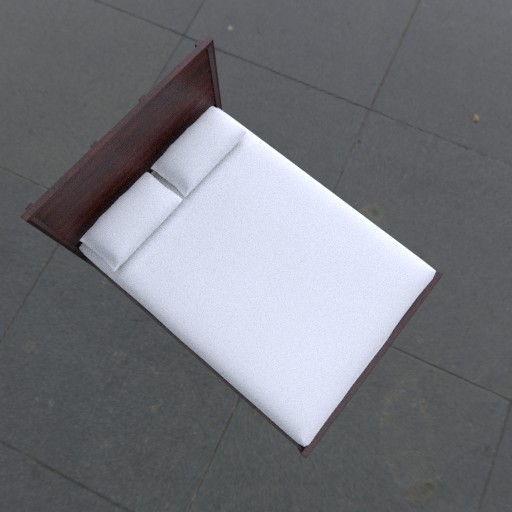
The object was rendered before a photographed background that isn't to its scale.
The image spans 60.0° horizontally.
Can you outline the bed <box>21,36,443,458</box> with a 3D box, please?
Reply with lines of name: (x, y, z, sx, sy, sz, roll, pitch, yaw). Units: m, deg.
bed: (0.000, 0.000, 3.890, 2.803, 1.492, 2.040, 39, 78, 10)
